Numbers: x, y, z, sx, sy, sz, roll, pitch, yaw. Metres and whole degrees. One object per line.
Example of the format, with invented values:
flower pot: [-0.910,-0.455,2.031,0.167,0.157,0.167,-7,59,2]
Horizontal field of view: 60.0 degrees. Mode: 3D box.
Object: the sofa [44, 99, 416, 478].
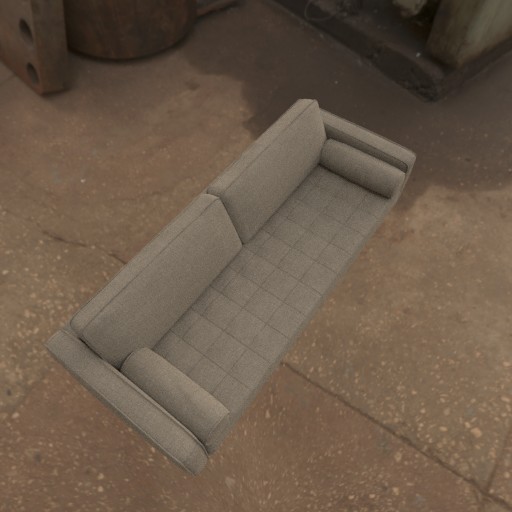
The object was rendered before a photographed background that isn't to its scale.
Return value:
sofa: [0.000,0.000,2.561,0.914,0.762,2.211,32,63,19]
